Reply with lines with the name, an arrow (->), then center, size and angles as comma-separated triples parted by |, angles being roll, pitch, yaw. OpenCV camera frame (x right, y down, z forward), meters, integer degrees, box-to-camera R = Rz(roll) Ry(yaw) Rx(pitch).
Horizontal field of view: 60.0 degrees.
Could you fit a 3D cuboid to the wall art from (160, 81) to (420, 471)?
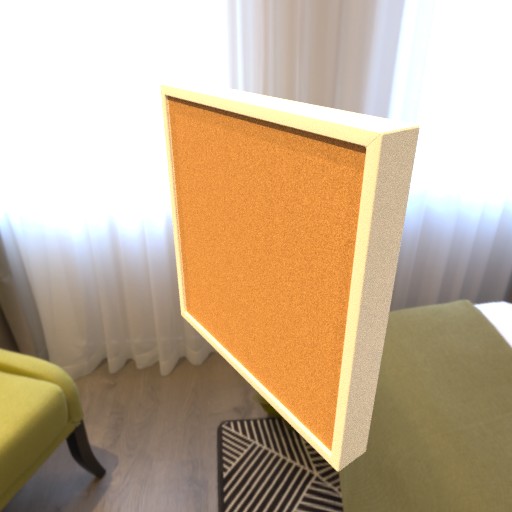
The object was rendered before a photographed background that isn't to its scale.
wall art -> 0.000, 0.000, 0.451 | 0.038, 0.305, 0.305 | -19, 33, -31
